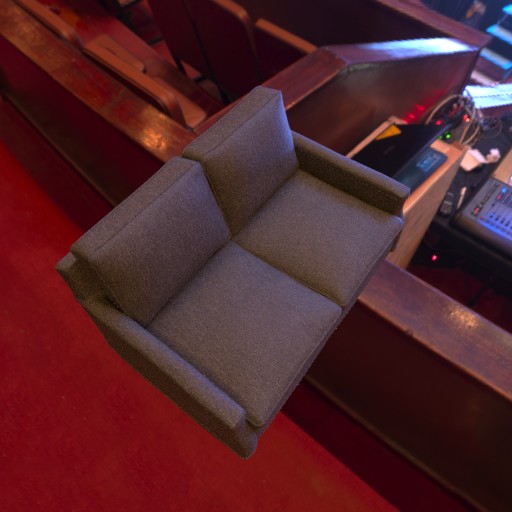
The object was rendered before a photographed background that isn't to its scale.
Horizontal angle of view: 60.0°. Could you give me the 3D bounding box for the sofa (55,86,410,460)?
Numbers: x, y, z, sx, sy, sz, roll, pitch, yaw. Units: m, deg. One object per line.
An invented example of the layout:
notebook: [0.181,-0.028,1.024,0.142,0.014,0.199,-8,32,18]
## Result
sofa: [0.000,0.000,2.356,1.084,1.003,1.597,32,63,19]
